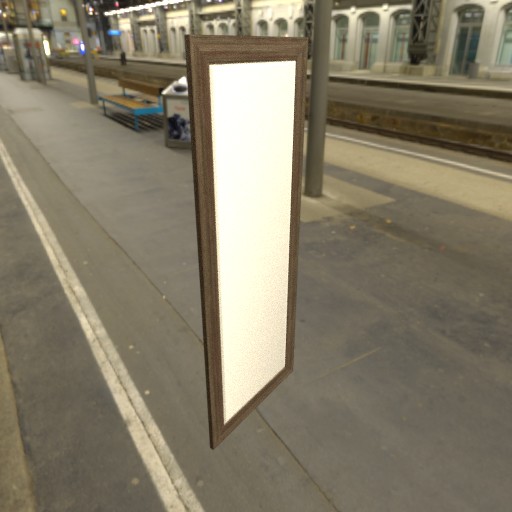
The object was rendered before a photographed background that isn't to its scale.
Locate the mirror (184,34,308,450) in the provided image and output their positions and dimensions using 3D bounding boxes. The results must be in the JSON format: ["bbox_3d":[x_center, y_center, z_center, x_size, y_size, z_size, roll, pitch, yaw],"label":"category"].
[{"bbox_3d":[0.000,0.000,2.287,0.025,2.032,0.812,18,31,33],"label":"mirror"}]
